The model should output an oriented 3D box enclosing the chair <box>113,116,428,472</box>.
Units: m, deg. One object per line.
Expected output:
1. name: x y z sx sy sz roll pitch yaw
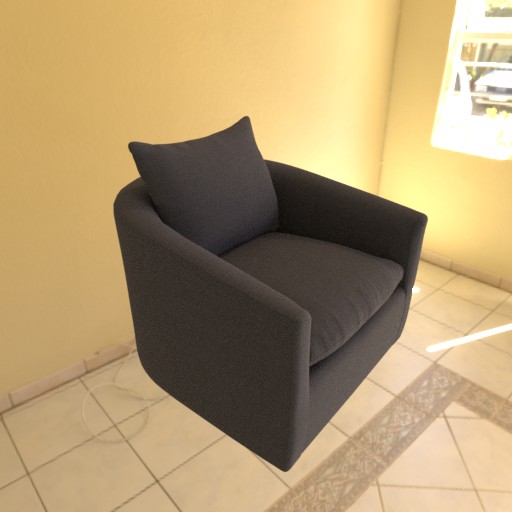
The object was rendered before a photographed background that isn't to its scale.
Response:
1. chair: 0.000 0.000 1.592 0.910 0.848 0.845 20 33 34
